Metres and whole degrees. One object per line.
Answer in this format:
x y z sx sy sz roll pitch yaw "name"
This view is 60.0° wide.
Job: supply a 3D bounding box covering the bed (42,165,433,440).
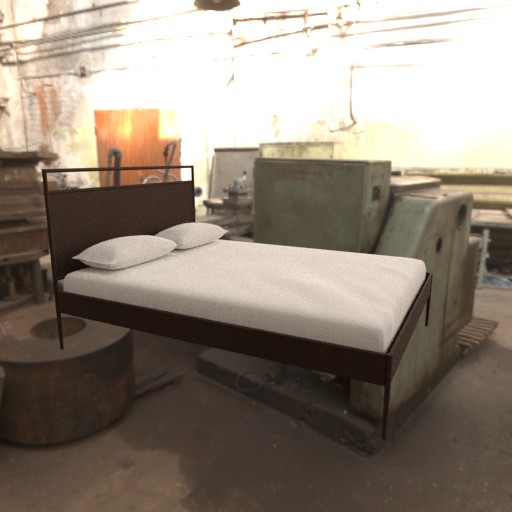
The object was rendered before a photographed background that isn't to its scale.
0.000 0.000 3.016 2.122 1.173 1.572 6 14 27 "bed"
